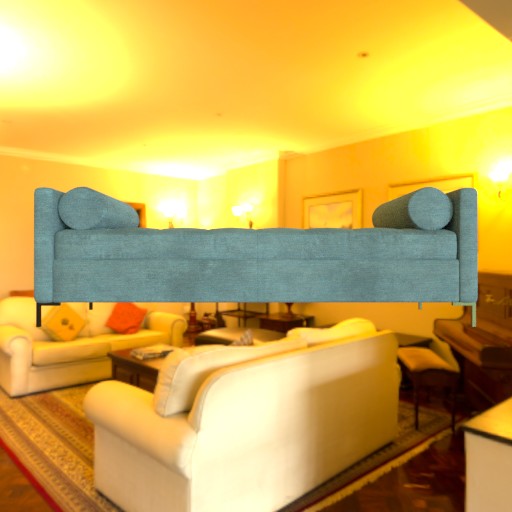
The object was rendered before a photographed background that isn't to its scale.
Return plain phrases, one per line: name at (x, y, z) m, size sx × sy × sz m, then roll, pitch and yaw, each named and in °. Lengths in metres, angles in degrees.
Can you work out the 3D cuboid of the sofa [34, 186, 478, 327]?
sofa at (0.000, 0.000, 2.307) m, size 1.981 × 0.635 × 0.686 m, roll 0°, pitch 0°, yaw 0°
